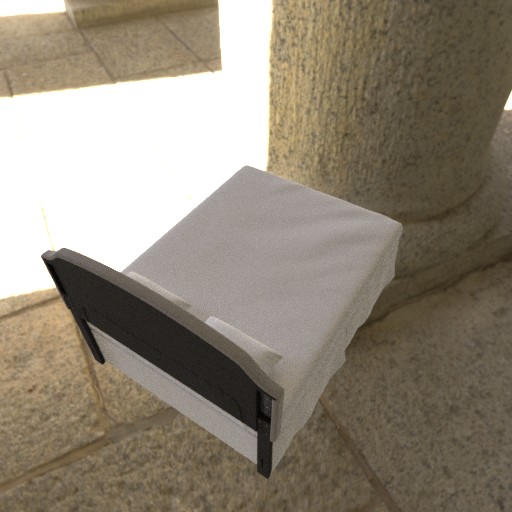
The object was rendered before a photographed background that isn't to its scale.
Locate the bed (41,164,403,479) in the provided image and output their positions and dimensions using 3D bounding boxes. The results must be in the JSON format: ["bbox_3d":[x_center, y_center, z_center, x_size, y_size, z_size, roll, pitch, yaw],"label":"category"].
[{"bbox_3d":[0.000,0.000,3.025,1.558,1.270,1.999,25,51,22],"label":"bed"}]
